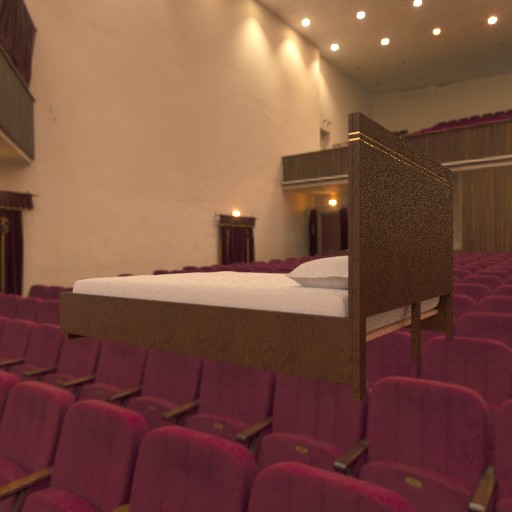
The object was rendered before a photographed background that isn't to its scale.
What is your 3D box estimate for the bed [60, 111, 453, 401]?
[{"bbox_3d":[0.000,0.000,3.091,2.221,1.169,1.613,0,0,36],"label":"bed"}]
